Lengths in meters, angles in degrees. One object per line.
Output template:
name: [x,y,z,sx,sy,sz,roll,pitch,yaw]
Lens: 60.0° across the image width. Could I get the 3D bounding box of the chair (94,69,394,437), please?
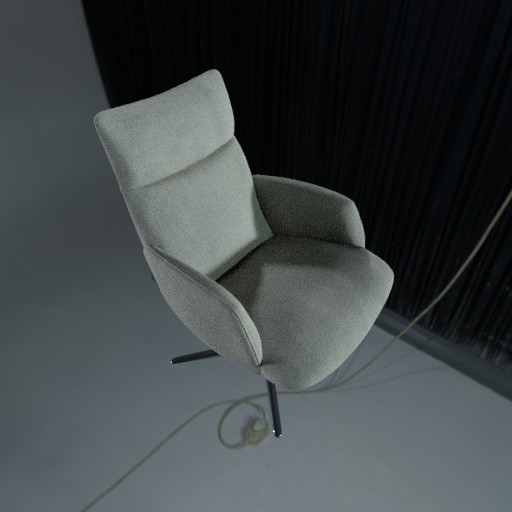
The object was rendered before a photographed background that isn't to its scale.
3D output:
chair: [0.000,0.000,1.571,0.889,1.016,0.711,26,46,28]
